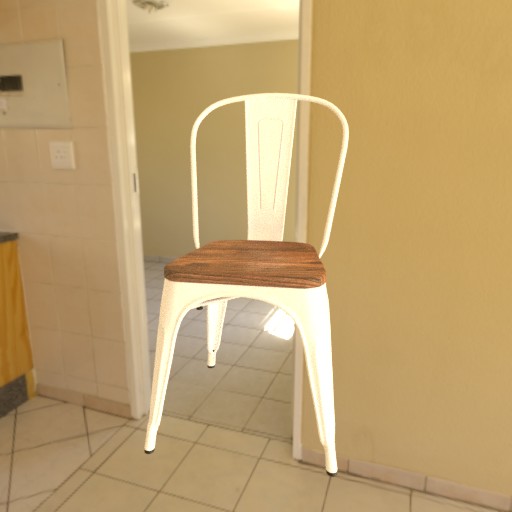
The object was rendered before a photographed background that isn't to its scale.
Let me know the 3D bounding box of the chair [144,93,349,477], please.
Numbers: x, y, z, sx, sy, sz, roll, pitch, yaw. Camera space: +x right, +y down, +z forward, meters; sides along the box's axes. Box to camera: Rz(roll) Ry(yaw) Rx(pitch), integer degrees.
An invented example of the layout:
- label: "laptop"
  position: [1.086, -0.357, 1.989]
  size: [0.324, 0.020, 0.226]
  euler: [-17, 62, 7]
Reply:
- label: "chair"
  position: [0.000, 0.000, 1.152]
  size: [0.452, 0.851, 0.521]
  euler: [2, 14, 9]
